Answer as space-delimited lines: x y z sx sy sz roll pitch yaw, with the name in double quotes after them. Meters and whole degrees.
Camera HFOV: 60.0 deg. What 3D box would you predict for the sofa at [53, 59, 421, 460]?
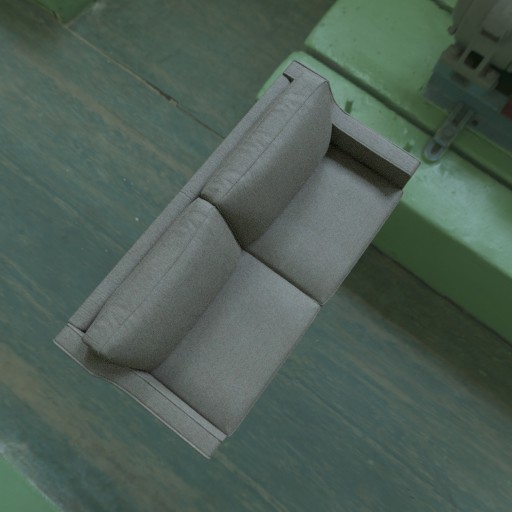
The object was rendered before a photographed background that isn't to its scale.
0.000 0.000 2.811 1.073 1.074 2.181 36 78 9 "sofa"
